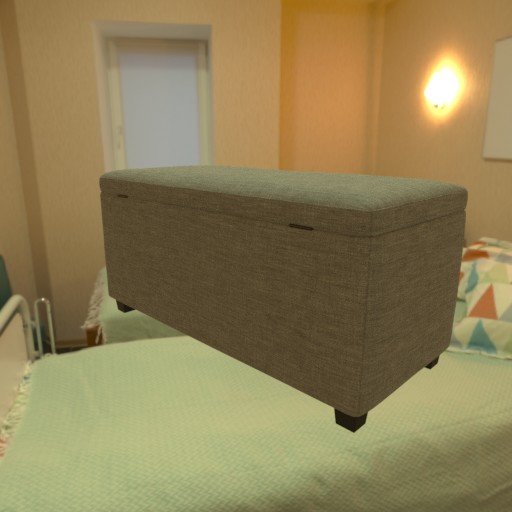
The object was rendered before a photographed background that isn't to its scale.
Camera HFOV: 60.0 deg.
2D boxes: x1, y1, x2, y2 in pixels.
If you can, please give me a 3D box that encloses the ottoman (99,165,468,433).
[{"bbox_3d":[0.000,0.000,1.144,0.902,0.432,0.419,14,20,43],"label":"ottoman"}]
